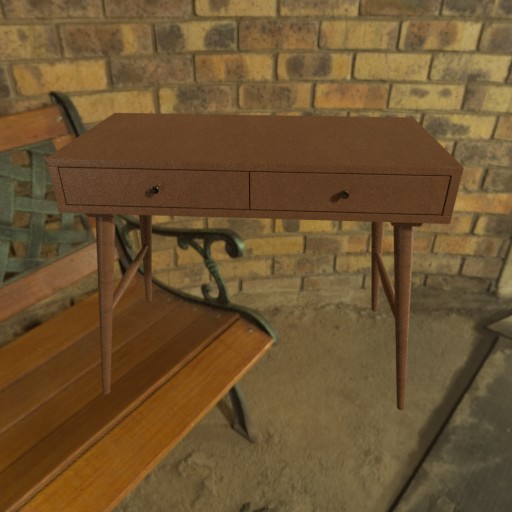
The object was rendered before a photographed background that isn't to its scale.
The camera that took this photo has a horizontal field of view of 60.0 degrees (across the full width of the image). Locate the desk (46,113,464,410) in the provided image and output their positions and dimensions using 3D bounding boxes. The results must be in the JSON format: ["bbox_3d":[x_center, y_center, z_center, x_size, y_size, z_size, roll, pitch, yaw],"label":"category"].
[{"bbox_3d":[0.000,0.000,1.393,0.949,0.758,0.510,2,30,3],"label":"desk"}]
